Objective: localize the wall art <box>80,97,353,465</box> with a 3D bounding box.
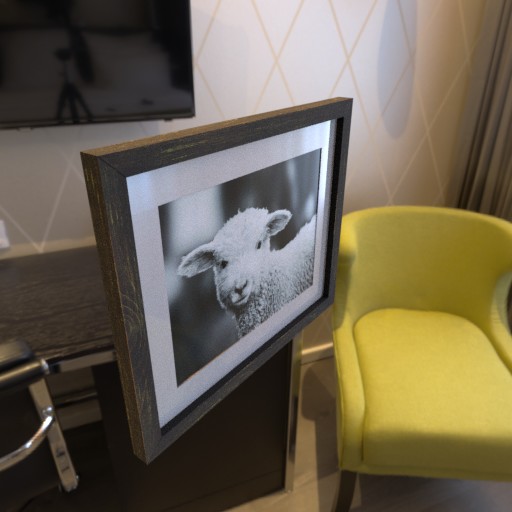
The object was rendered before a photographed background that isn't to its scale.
[{"bbox_3d":[0.000,0.000,0.754,0.032,0.457,0.558,19,33,33],"label":"wall art"}]
